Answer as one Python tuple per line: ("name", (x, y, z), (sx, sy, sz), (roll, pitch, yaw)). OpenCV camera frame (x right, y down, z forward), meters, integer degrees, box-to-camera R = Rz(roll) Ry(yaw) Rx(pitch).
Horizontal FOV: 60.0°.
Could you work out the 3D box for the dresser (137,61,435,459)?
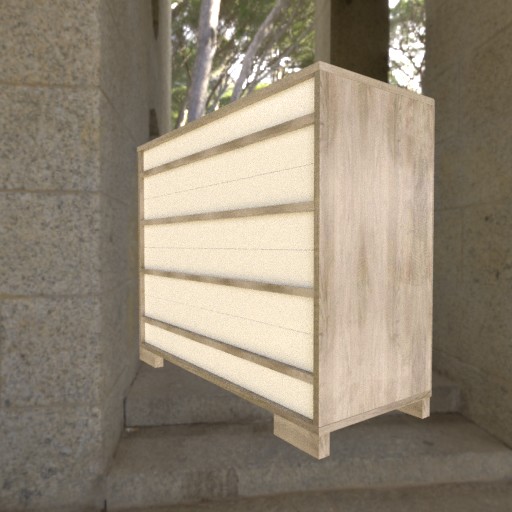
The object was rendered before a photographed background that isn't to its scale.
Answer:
("dresser", (0.000, 0.000, 1.423), (0.404, 0.816, 0.994), (-1, 2, -36))
